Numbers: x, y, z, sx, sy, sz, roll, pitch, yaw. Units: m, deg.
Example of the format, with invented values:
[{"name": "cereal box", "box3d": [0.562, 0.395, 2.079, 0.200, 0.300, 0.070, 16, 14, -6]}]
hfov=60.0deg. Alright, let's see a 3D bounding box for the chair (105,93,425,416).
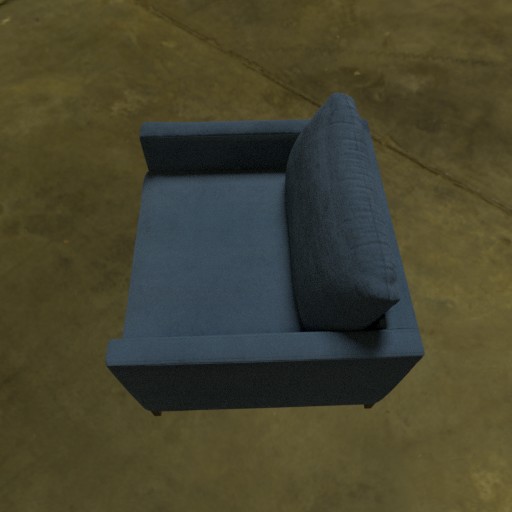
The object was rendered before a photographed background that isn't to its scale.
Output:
[{"name": "chair", "box3d": [0.000, 0.000, 1.588, 0.875, 0.812, 0.964, -2, 58, -1]}]
